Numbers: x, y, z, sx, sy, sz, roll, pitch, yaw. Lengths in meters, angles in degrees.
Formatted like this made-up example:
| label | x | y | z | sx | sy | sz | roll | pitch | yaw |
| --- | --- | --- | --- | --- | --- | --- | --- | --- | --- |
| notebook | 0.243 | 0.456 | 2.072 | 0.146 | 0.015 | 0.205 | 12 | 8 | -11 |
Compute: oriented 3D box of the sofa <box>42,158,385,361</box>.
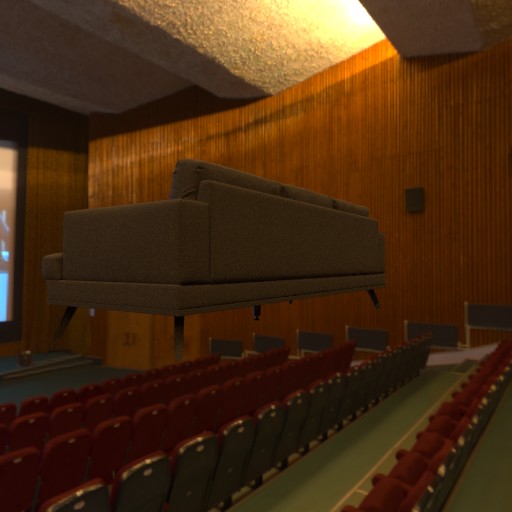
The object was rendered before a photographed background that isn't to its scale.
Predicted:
| label | x | y | z | sx | sy | sz | roll | pitch | yaw |
| --- | --- | --- | --- | --- | --- | --- | --- | --- | --- |
| sofa | 0.000 | 0.000 | 2.801 | 0.920 | 0.810 | 2.310 | -1 | -1 | 34 |
